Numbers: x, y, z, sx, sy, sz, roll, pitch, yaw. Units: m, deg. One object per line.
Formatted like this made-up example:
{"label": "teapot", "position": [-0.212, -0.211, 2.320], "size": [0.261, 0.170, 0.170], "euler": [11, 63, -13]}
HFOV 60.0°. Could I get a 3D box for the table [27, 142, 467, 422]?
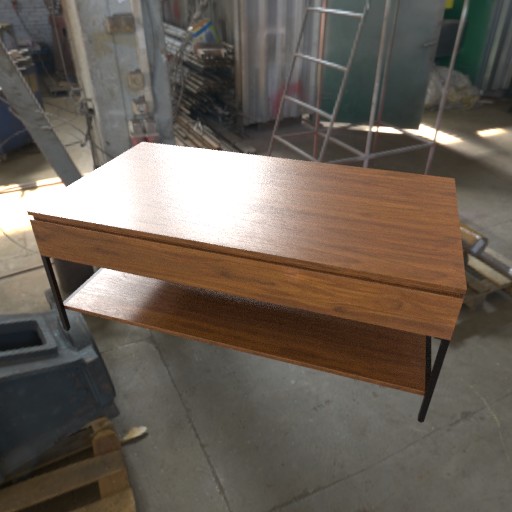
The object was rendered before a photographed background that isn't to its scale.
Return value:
{"label": "table", "position": [0.000, 0.000, 1.345], "size": [1.057, 0.414, 0.574], "euler": [10, 34, 15]}
